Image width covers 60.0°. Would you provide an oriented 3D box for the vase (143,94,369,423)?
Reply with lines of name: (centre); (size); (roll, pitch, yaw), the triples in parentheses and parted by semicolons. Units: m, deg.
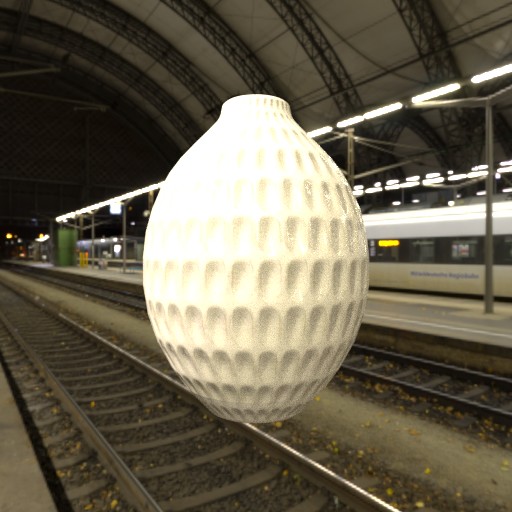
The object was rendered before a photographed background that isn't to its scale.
vase: (0.000, 0.000, 0.328); (0.162, 0.223, 0.162); (0, 0, 0)
